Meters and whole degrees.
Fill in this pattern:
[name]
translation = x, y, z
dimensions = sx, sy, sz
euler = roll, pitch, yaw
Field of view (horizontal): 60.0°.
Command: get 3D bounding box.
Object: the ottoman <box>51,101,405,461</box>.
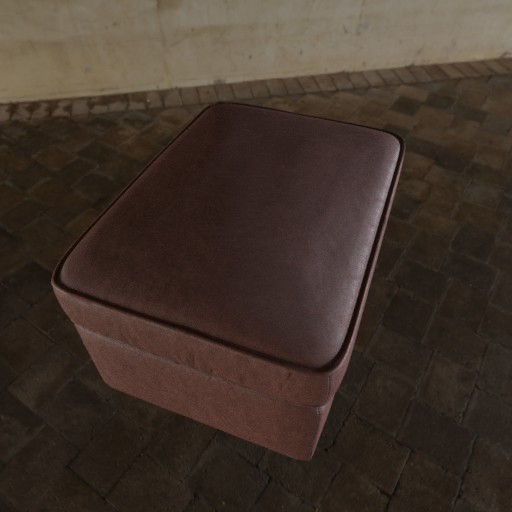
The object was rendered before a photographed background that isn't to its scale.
[ottoman]
translation = 0.000, 0.000, 1.073
dimensions = 0.548, 0.449, 0.749
euler = 16, 48, 14
